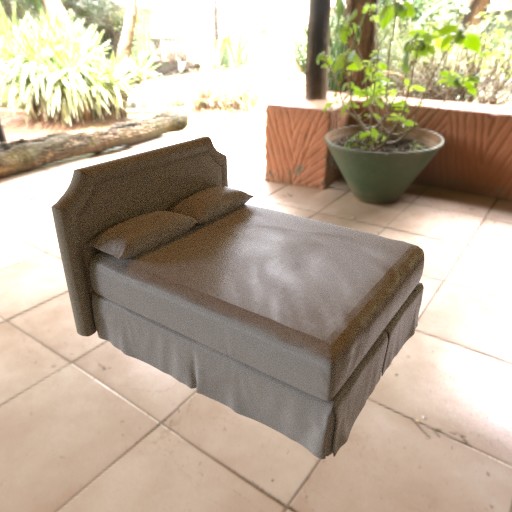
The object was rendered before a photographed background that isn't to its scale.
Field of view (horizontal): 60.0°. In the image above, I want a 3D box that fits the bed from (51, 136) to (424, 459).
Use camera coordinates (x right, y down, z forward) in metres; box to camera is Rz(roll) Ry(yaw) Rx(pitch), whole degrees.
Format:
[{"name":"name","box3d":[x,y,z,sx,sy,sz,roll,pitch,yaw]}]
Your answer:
[{"name":"bed","box3d":[0.000,0.000,3.304,2.164,1.297,1.828,17,31,31]}]
